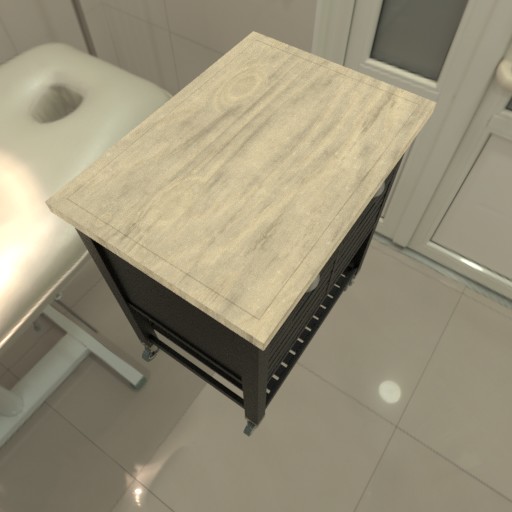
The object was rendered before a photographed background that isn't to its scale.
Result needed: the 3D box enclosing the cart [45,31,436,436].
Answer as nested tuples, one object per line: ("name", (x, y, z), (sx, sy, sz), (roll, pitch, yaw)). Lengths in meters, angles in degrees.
("cart", (0.000, 0.000, 1.422), (0.567, 0.920, 0.797), (30, 62, 18))
